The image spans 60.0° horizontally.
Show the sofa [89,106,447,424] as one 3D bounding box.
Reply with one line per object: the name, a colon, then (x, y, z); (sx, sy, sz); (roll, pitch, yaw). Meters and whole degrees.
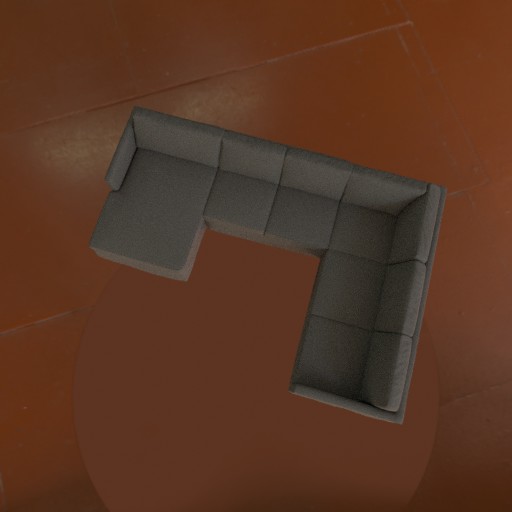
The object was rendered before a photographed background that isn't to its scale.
sofa: (0.000, 0.000, 4.666); (3.528, 0.878, 2.476); (16, 75, 4)
